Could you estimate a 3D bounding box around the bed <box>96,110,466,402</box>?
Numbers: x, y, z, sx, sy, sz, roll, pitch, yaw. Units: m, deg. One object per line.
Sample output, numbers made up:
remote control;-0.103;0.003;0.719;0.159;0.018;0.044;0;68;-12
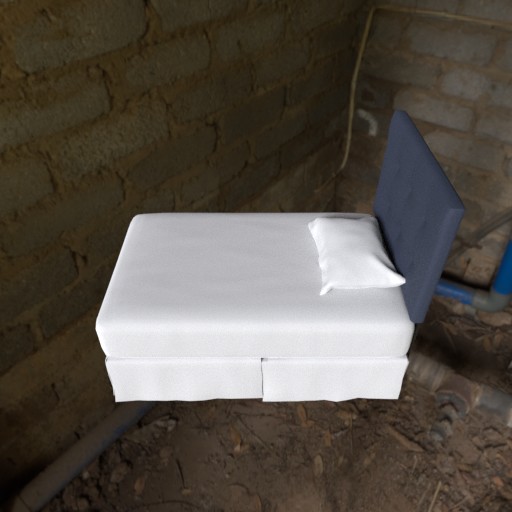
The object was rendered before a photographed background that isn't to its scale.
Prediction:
bed;0.000;0.000;2.993;1.997;1.571;1.261;0;41;0
